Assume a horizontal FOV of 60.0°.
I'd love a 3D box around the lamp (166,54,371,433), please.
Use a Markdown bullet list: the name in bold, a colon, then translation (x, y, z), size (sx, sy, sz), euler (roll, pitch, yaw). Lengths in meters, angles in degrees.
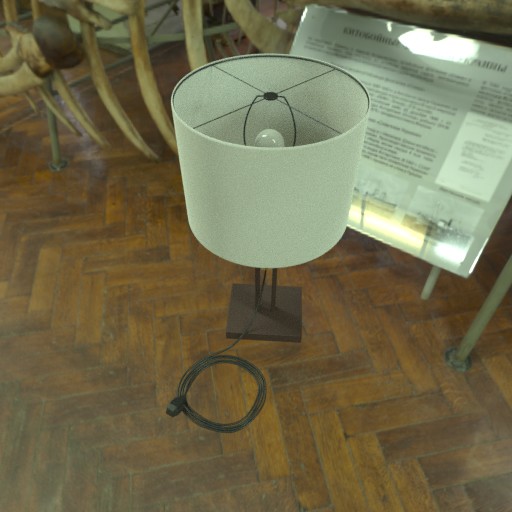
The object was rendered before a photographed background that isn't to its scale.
- **lamp**: translation (0.000, 0.000, 0.979), size (0.396, 0.668, 0.525), euler (3, 46, 3)
